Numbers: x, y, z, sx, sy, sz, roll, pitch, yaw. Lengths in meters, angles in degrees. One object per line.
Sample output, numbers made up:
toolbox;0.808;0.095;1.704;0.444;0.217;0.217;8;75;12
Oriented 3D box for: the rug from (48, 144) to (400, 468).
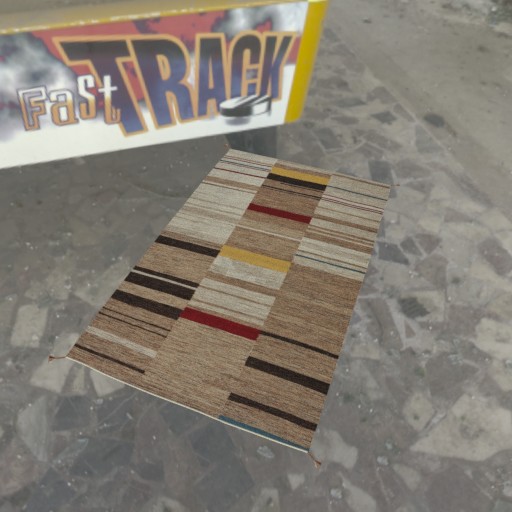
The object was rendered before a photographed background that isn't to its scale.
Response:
rug;0.000;0.000;2.421;1.268;0.007;1.918;16;48;15
